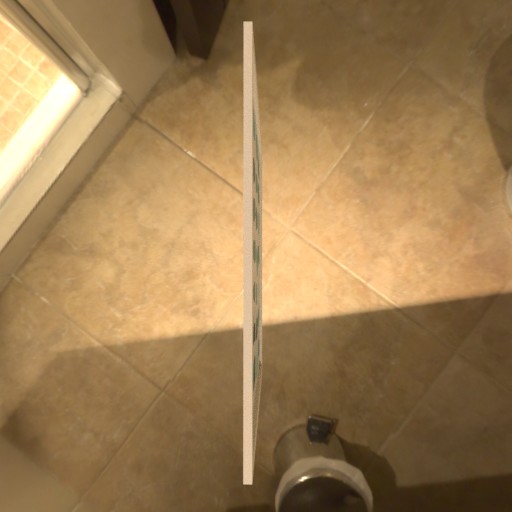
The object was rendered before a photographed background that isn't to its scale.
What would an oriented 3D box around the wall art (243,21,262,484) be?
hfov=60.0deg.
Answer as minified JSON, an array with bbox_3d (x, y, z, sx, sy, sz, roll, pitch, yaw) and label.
[{"bbox_3d":[0.000,0.000,0.665,0.009,0.457,0.456,0,88,2],"label":"wall art"}]
